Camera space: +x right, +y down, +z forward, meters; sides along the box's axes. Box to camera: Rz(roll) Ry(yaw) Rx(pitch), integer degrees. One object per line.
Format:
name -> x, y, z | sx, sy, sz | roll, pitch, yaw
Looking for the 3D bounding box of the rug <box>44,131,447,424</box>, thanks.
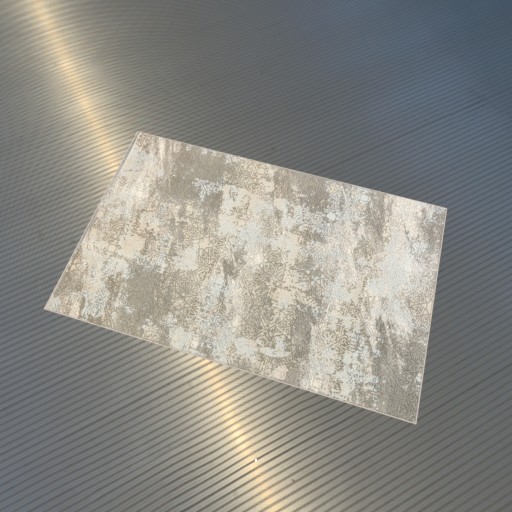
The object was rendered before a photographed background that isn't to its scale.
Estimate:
rug -> 0.000, 0.000, 3.055 | 2.431, 0.012, 1.536 | 15, 66, 7
